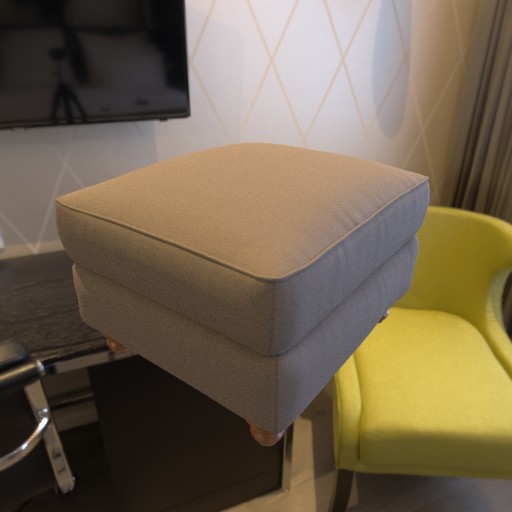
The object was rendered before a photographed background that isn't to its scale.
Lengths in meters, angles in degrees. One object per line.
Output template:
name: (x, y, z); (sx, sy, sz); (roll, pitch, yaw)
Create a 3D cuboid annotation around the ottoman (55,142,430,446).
ottoman: (0.000, 0.000, 1.151); (0.662, 0.505, 0.721); (19, 33, 33)
